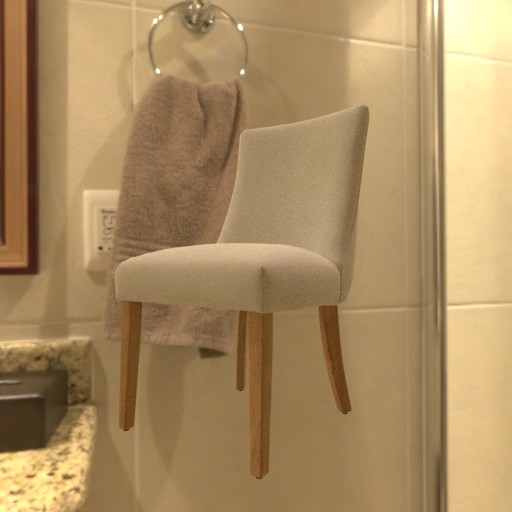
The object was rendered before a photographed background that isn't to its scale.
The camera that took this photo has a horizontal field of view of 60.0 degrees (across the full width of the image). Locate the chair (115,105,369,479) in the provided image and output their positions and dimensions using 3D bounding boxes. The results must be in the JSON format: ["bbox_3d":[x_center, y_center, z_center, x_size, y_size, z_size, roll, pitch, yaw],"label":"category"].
[{"bbox_3d":[0.000,0.000,1.247,0.495,0.902,0.610,0,-1,36],"label":"chair"}]
